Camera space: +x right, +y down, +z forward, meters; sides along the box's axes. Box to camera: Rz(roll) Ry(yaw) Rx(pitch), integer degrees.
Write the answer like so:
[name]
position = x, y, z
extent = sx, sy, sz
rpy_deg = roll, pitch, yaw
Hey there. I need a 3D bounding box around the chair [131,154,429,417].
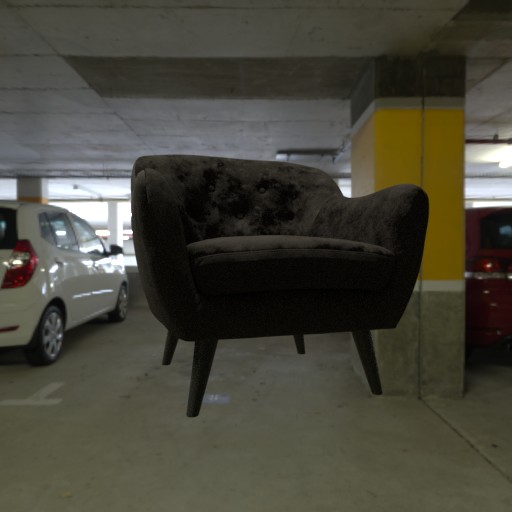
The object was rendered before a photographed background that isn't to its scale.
[chair]
position = 0.000, 0.000, 1.513
extent = 0.840, 0.807, 0.819
rpy_deg = 0, 1, -19
